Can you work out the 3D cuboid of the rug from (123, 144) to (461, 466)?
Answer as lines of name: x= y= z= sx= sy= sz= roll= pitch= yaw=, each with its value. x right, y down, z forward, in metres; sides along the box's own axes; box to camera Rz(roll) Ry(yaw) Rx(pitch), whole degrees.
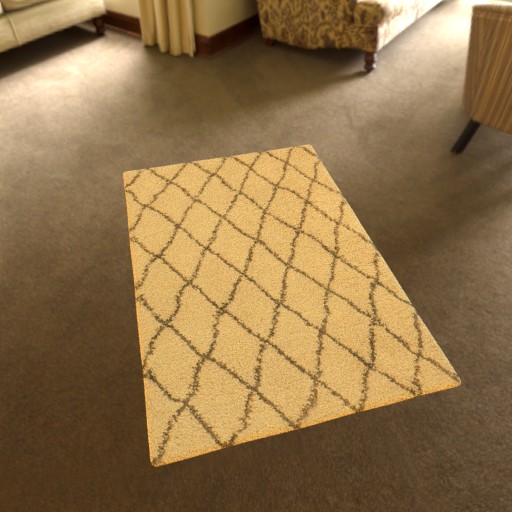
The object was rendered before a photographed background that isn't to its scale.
rug: x=0.000 y=0.000 z=2.238 sx=1.219 sy=0.030 sz=1.778 roll=-11 pitch=47 yaw=-10
